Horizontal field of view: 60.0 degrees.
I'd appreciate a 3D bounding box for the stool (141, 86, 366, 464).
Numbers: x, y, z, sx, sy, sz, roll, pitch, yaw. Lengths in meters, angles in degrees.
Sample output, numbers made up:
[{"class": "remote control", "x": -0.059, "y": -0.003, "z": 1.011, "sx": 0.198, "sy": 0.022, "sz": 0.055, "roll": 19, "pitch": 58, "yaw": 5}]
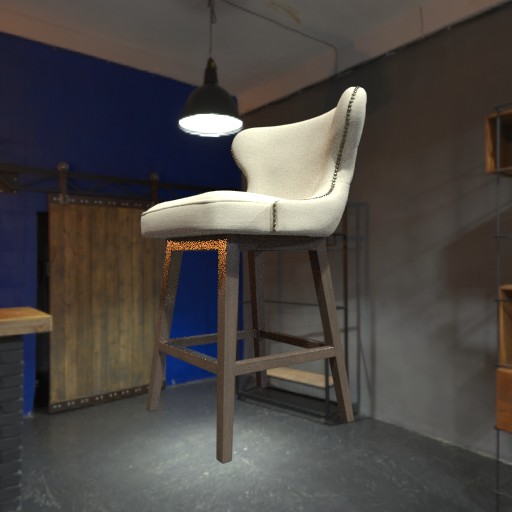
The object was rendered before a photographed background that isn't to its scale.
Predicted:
[{"class": "stool", "x": 0.000, "y": 0.000, "z": 1.372, "sx": 0.597, "sy": 0.972, "sz": 0.615, "roll": 0, "pitch": 0, "yaw": -36}]
